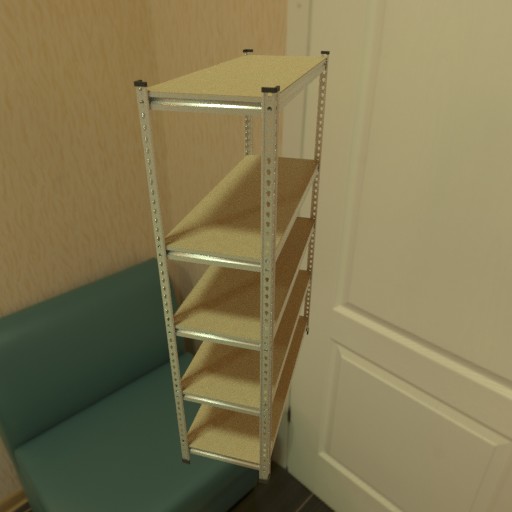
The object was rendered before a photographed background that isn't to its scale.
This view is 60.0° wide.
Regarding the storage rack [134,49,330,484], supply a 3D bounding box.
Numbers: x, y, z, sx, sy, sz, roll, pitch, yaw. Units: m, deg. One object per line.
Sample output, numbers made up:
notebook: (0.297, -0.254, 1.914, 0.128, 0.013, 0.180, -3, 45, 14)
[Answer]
storage rack: (0.000, 0.000, 2.274, 0.457, 1.829, 1.219, 8, 30, 13)
